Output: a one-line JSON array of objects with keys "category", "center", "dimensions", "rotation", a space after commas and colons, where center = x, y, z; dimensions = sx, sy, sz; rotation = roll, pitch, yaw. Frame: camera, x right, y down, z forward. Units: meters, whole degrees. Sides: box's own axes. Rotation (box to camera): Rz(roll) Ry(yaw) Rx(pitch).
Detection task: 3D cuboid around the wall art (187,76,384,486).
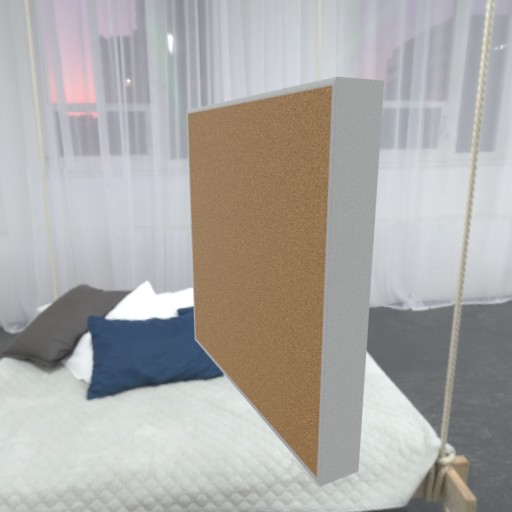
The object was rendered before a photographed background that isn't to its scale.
[{"category": "wall art", "center": [0.000, 0.000, 0.455], "dimensions": [0.038, 0.304, 0.305], "rotation": [-7, 16, -26]}]
